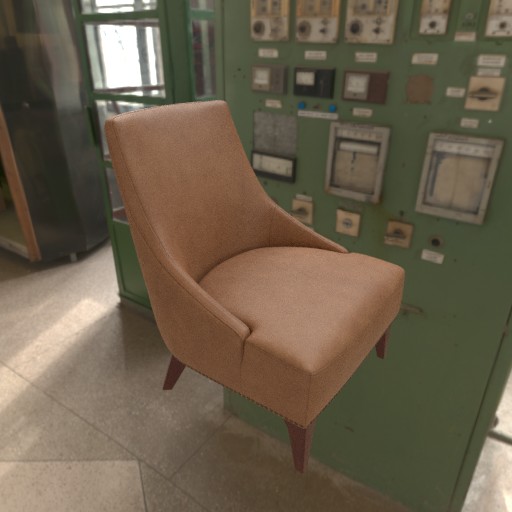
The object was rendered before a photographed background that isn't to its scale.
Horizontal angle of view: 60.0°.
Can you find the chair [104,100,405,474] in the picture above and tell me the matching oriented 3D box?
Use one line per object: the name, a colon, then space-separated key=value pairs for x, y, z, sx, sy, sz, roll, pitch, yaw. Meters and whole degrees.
chair: x=0.000 y=0.000 z=1.502 sx=0.861 sy=0.909 sz=0.701 roll=18 pitch=31 yaw=32
